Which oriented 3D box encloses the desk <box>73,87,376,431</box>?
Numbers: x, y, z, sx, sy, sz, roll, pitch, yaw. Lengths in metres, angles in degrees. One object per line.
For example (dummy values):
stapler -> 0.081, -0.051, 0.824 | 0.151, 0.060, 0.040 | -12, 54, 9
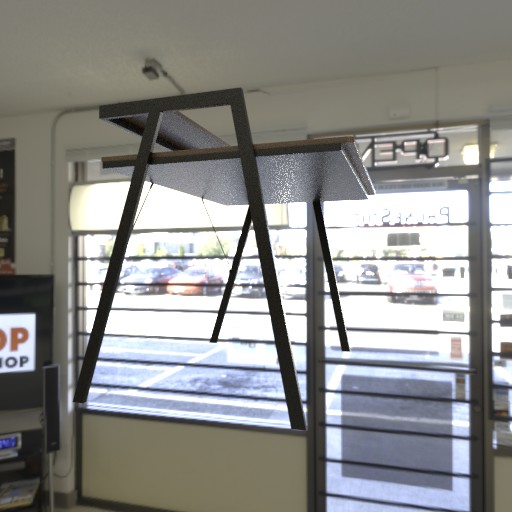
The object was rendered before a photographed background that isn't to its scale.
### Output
desk -> 0.000, 0.000, 1.904 | 0.936, 0.998, 1.143 | 0, 0, 18
